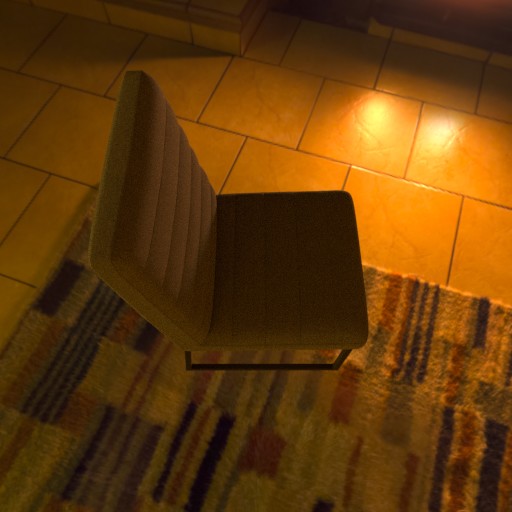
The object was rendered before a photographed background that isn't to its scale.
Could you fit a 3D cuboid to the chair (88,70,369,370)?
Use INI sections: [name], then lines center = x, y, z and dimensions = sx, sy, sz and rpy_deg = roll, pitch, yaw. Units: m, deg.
[chair]
center = 0.000, 0.000, 1.311
dimensions = 0.634, 0.930, 0.520
rpy_deg = 0, 63, 0
